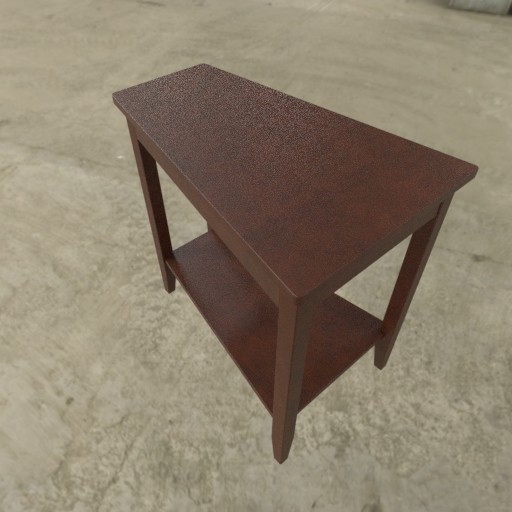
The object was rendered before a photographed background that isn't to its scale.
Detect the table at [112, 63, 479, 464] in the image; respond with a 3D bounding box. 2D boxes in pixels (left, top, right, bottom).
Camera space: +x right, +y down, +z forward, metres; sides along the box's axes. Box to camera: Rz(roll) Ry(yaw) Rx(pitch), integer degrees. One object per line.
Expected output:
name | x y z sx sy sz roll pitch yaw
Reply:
table | 0.000 0.000 0.965 0.399 0.589 0.605 -32 53 -27
